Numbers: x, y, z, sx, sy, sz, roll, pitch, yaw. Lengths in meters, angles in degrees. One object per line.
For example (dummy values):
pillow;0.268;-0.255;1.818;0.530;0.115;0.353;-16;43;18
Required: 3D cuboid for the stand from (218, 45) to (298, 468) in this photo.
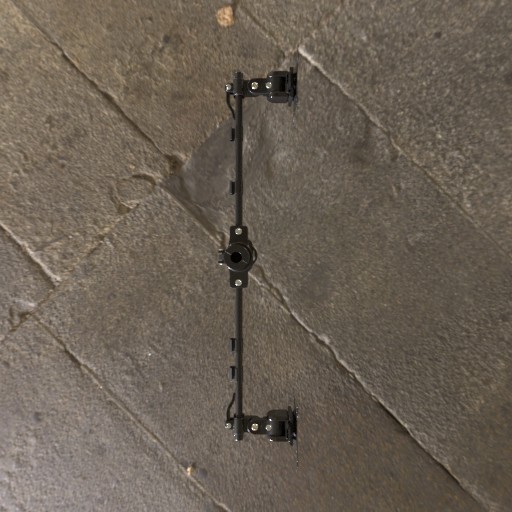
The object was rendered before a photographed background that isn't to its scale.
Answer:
stand;0.000;0.000;1.028;0.150;0.603;0.743;0;90;0
